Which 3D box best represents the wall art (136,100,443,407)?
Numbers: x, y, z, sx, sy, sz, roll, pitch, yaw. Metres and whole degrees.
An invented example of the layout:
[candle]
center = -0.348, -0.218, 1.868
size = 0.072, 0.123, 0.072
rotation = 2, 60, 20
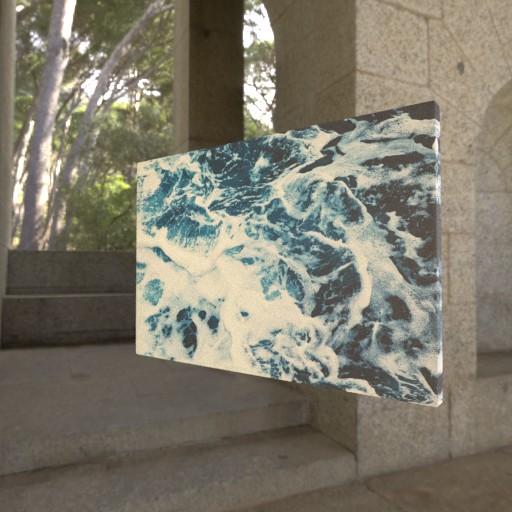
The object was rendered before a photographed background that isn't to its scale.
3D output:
[wall art]
center = 0.000, 0.000, 1.163
size = 0.915, 0.610, 0.042
rotation = -1, -2, 36
